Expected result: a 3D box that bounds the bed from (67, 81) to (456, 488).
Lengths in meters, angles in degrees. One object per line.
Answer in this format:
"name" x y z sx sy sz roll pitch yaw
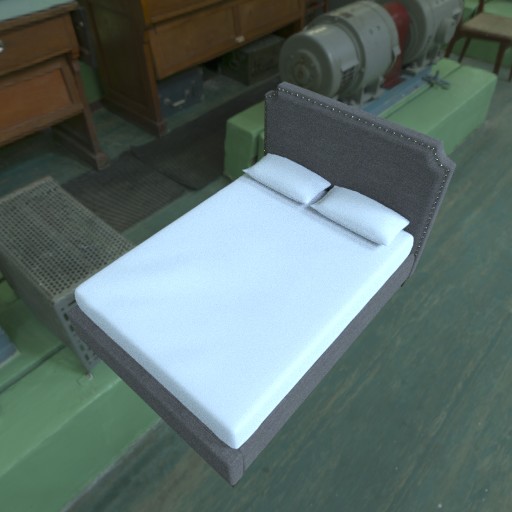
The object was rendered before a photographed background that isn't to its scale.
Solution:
"bed" 0.000 0.000 3.343 1.713 1.457 2.381 32 54 27
